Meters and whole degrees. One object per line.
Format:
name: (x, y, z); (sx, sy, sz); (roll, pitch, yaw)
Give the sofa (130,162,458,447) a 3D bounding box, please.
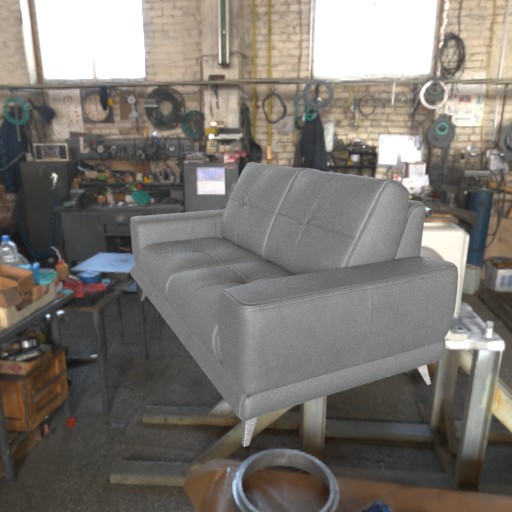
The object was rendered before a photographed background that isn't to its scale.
sofa: (0.000, 0.000, 2.371); (1.018, 0.907, 1.806); (-8, 17, -26)
